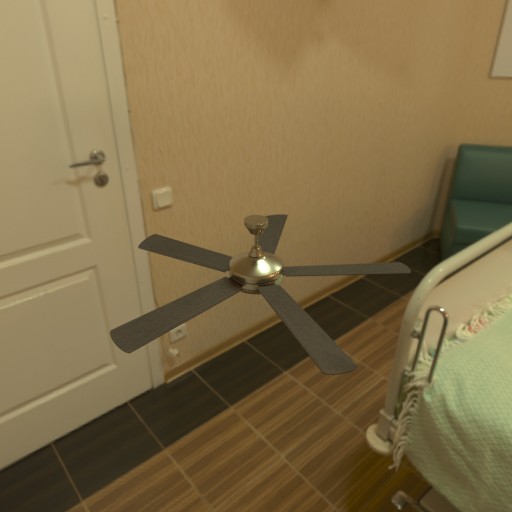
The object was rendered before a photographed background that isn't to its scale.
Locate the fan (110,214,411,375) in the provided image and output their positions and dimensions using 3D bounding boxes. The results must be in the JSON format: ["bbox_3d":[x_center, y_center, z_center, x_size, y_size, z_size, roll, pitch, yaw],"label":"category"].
[{"bbox_3d":[0.000,0.000,1.979,1.321,0.356,1.321,10,30,18],"label":"fan"}]
